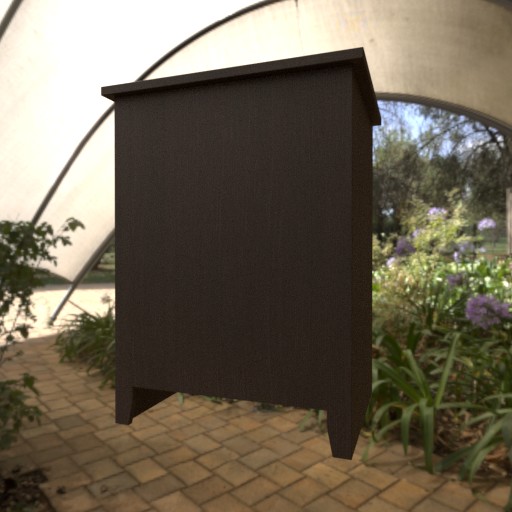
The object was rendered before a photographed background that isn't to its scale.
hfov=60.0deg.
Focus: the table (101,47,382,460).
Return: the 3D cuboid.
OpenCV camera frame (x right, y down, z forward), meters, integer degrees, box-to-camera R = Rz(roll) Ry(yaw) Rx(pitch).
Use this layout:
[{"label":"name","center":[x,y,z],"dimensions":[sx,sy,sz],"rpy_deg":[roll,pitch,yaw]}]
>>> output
[{"label":"table","center":[0.000,0.000,0.930],"dimensions":[0.480,0.635,0.381],"rpy_deg":[0,1,20]}]
